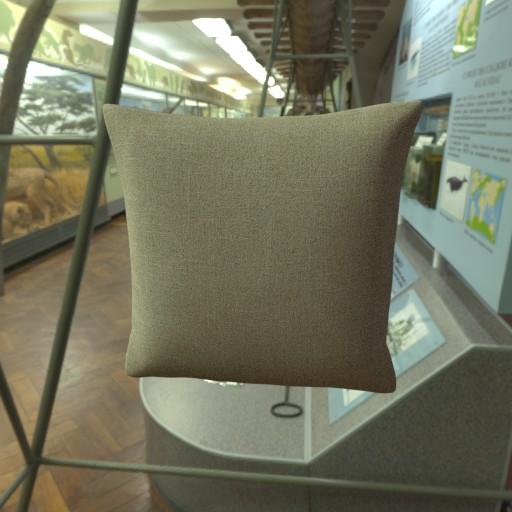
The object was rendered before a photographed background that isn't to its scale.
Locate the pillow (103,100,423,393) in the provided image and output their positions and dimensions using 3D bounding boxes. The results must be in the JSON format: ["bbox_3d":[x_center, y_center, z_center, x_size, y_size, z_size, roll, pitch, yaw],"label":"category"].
[{"bbox_3d":[0.000,0.000,0.650,0.435,0.428,0.148,2,16,6],"label":"pillow"}]
